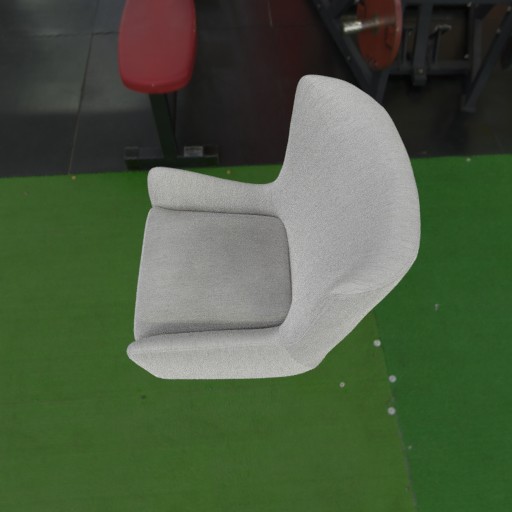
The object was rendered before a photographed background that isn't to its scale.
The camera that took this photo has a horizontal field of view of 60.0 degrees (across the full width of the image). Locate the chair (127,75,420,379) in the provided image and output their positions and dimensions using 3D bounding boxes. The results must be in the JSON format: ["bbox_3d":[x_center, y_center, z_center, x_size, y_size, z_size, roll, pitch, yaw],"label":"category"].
[{"bbox_3d":[0.000,0.000,1.655,0.904,1.000,0.779,-1,61,-1],"label":"chair"}]
